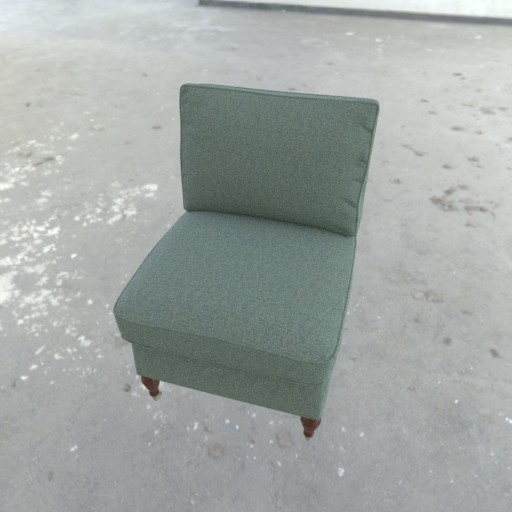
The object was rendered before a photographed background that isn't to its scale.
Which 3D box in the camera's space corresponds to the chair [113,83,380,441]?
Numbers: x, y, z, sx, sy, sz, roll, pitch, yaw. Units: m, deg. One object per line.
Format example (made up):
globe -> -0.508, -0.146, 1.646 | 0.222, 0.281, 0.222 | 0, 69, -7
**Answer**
chair -> 0.000, 0.000, 1.424 | 0.624, 0.901, 0.796 | 10, 41, 12
